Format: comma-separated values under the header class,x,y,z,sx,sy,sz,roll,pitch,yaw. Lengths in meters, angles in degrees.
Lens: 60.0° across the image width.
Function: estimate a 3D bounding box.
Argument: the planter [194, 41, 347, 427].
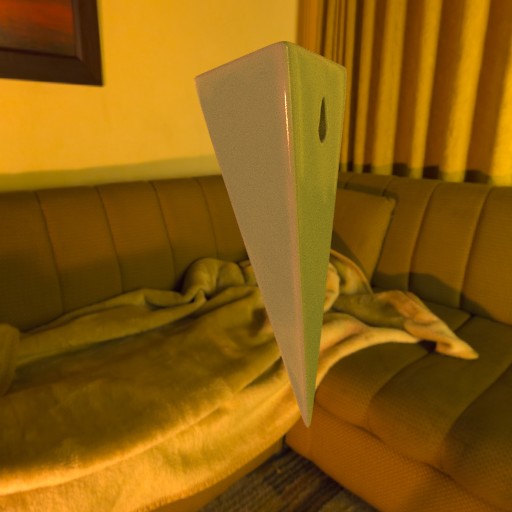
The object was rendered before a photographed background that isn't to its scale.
class,x,y,z,sx,sy,sz,roll,pitch,yaw
planter,0.000,0.000,0.219,0.064,0.178,0.080,8,18,25
